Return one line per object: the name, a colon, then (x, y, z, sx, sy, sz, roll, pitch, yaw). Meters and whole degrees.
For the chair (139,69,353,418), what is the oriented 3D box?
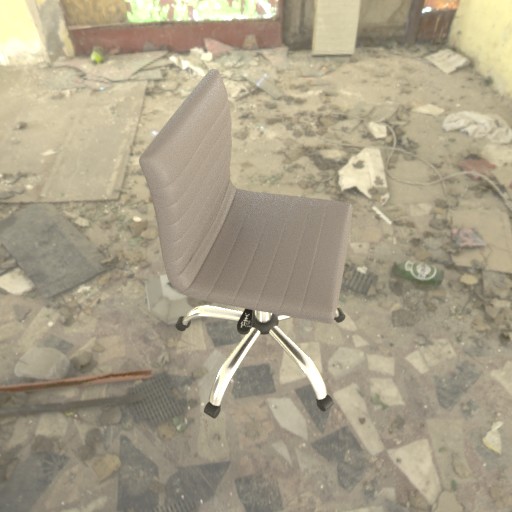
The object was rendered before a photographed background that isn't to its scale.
chair: (0.000, 0.000, 1.132, 0.530, 0.780, 0.556, 10, 46, 10)
